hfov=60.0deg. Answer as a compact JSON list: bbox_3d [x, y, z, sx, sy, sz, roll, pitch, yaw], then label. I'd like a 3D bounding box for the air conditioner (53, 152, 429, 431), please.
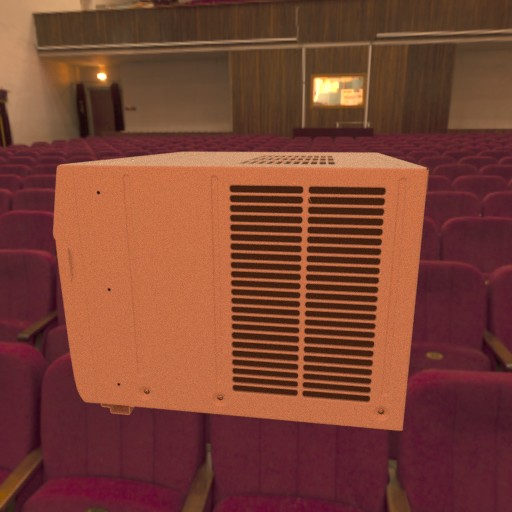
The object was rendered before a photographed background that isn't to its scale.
[{"bbox_3d":[0.000,0.000,1.039,0.599,0.455,0.645,2,15,8],"label":"air conditioner"}]
